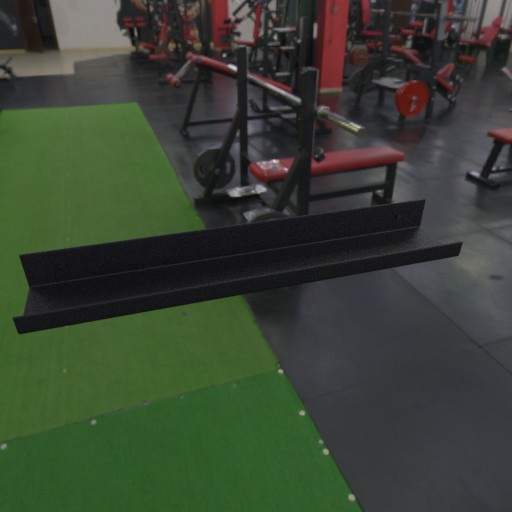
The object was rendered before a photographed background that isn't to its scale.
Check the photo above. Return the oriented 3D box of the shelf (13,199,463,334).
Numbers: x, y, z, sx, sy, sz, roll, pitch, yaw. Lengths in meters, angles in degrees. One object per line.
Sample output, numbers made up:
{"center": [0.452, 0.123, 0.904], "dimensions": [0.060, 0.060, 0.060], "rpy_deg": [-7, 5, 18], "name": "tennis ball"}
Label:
{"center": [0.000, 0.000, 0.616], "dimensions": [0.605, 0.053, 0.102], "rpy_deg": [-9, 32, -14], "name": "shelf"}
